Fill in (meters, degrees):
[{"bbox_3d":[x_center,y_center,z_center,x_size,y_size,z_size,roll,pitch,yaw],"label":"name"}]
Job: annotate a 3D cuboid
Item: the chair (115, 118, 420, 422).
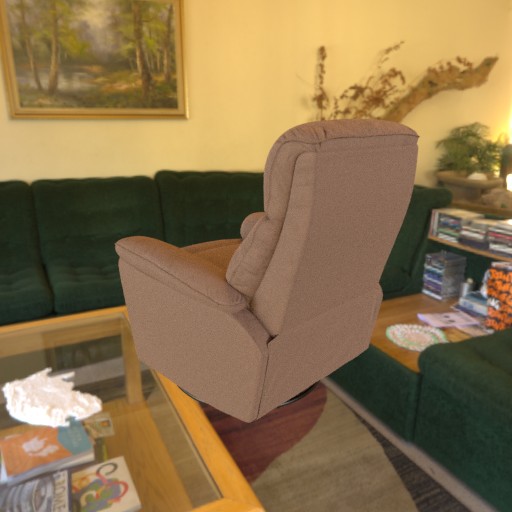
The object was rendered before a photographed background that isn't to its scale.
[{"bbox_3d":[0.000,0.000,1.757,0.820,1.037,1.004,-16,23,-42],"label":"chair"}]
